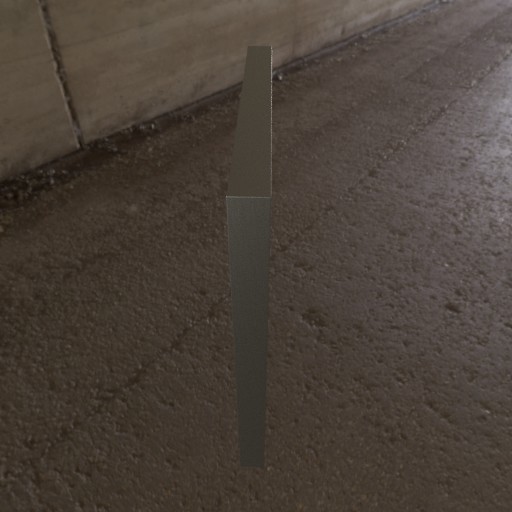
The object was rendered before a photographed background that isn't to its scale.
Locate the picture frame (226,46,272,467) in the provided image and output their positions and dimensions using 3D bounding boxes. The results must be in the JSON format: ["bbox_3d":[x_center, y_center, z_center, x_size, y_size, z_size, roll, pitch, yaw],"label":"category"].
[{"bbox_3d":[0.000,0.000,1.346,0.073,0.968,0.839,1,41,1],"label":"picture frame"}]
